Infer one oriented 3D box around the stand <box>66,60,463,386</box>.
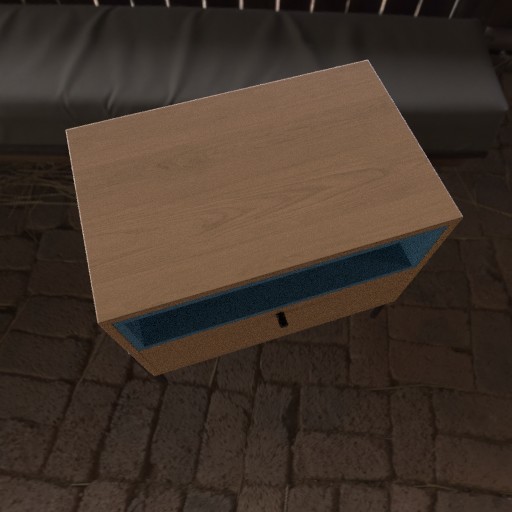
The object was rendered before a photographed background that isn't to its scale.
[{"bbox_3d":[0.000,0.000,1.010,0.630,0.600,0.400,-16,65,-8],"label":"stand"}]
